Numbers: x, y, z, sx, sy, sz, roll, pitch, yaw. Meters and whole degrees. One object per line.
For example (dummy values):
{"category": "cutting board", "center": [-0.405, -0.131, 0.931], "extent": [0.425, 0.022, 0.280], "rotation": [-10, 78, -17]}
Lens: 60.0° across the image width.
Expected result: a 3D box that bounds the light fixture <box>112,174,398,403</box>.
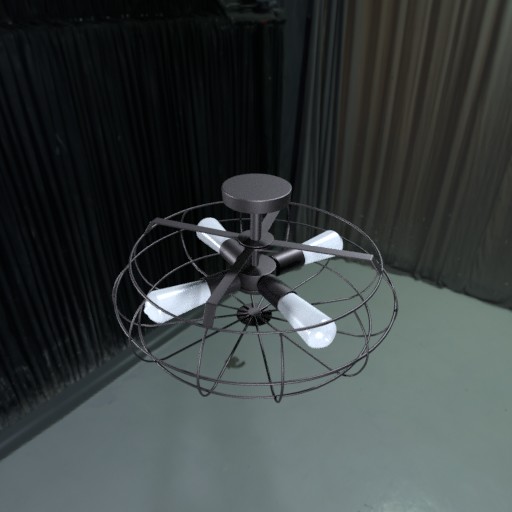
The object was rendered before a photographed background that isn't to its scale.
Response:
{"category": "light fixture", "center": [0.000, 0.000, 0.915], "extent": [0.582, 0.311, 0.582], "rotation": [0, 31, 0]}
